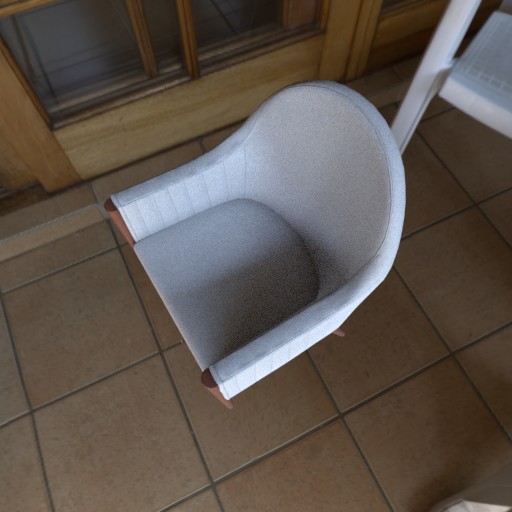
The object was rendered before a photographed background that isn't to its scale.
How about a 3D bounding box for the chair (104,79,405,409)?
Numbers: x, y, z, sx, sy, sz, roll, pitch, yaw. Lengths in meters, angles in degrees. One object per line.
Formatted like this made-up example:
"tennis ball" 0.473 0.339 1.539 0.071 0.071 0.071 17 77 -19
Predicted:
"chair" 0.000 0.000 1.308 0.620 0.889 0.610 -30 69 -13
